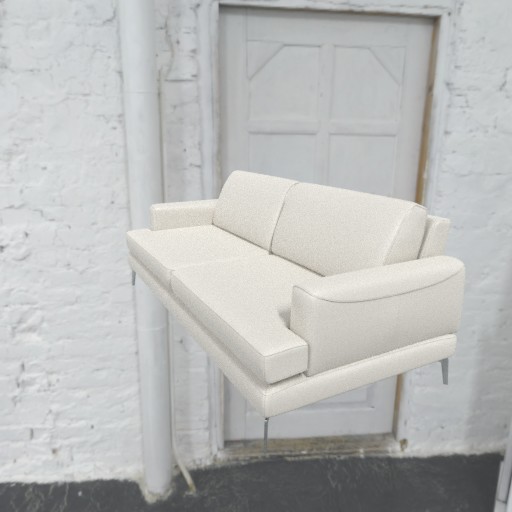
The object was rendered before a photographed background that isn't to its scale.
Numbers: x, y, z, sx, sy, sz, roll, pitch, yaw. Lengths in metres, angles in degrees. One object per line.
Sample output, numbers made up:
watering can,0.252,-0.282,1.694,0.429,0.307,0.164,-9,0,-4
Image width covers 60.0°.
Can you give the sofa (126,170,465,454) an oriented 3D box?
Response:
sofa,0.000,0.000,2.371,0.974,0.765,1.940,-8,18,-27
